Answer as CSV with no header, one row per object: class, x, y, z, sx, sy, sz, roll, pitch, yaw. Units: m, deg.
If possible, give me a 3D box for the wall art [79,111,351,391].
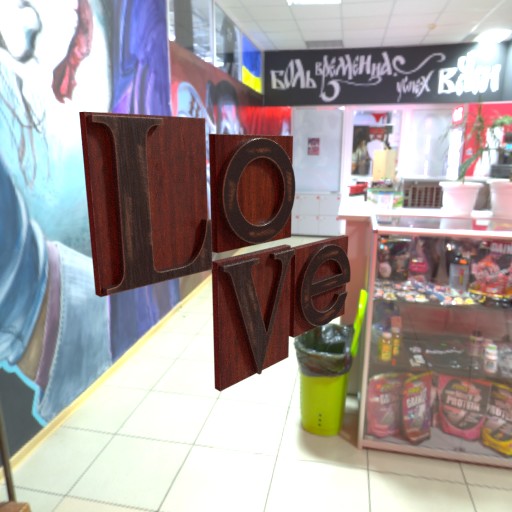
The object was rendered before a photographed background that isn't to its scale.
wall art,0.000,0.000,0.852,0.030,0.497,0.635,13,19,43
